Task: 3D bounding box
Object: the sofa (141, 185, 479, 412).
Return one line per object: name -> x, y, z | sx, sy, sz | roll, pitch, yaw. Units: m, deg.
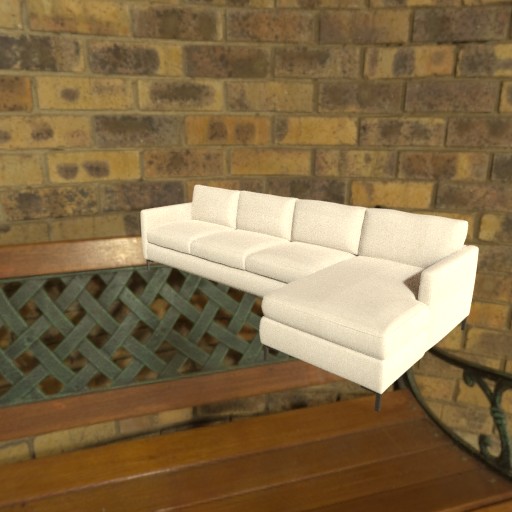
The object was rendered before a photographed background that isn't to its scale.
sofa -> 0.000, 0.000, 2.925 | 2.445, 0.677, 1.126 | 14, 21, 41
